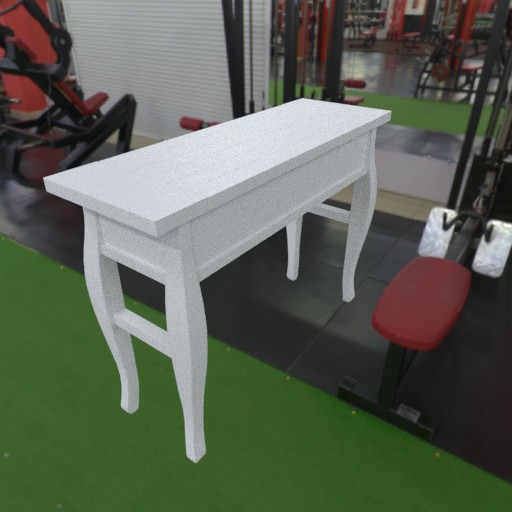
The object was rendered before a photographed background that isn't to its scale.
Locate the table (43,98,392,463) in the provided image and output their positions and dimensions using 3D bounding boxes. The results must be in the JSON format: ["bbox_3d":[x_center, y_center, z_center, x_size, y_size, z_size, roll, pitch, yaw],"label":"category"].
[{"bbox_3d":[0.000,0.000,1.427,0.373,0.768,1.062,21,36,31],"label":"table"}]
